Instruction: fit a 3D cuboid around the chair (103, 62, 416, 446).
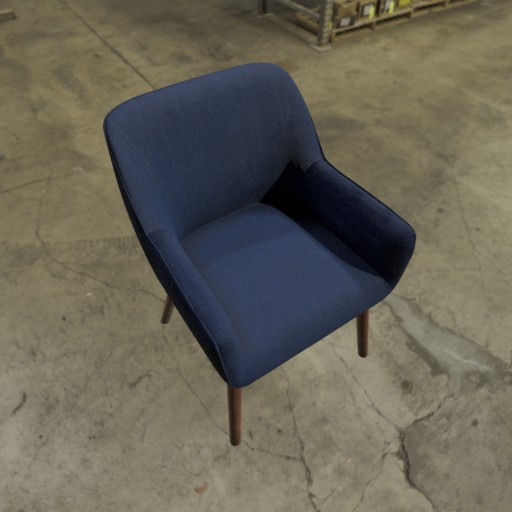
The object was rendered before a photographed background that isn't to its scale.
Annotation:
[{"bbox_3d":[0.000,0.000,1.265,0.600,0.820,0.600,-27,53,-23],"label":"chair"}]
